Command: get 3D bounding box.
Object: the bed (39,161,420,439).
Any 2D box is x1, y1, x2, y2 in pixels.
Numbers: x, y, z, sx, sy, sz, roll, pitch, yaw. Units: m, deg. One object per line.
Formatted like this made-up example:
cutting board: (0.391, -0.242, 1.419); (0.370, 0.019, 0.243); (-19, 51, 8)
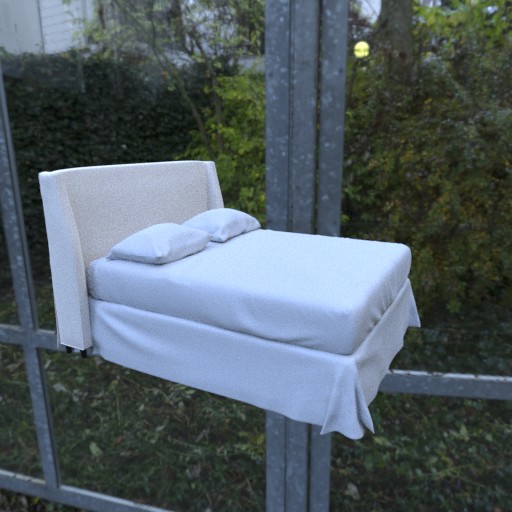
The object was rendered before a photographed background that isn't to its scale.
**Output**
bed: (0.000, 0.000, 3.372); (2.276, 1.332, 1.925); (8, 16, 27)
